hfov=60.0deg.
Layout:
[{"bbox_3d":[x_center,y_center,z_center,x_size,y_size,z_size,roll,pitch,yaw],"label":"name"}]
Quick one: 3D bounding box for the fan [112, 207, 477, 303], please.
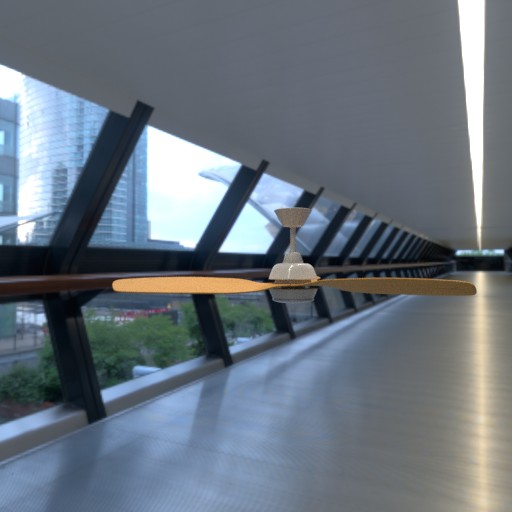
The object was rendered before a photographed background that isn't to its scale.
[{"bbox_3d":[0.000,0.000,1.643,1.010,0.355,1.142,1,-2,-19],"label":"fan"}]
